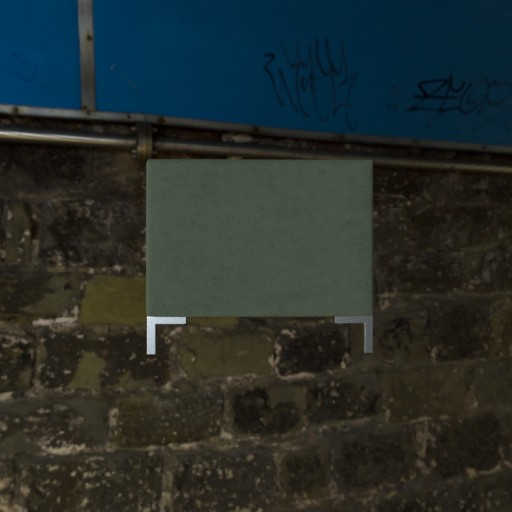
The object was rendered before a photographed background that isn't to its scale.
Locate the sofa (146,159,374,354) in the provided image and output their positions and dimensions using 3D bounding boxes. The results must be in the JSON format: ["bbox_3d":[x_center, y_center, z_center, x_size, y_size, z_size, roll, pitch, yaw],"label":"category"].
[{"bbox_3d":[0.000,0.000,2.521,0.797,0.657,2.102,0,0,-1],"label":"sofa"}]
